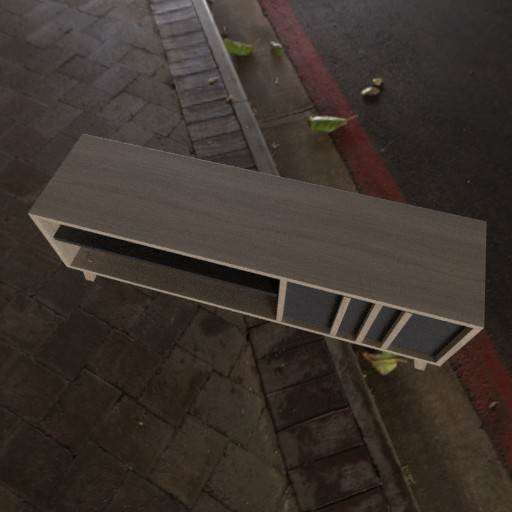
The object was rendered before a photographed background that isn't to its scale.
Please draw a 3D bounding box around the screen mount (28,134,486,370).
[{"bbox_3d":[0.000,0.000,1.716,1.500,0.509,0.401,14,60,8],"label":"screen mount"}]
